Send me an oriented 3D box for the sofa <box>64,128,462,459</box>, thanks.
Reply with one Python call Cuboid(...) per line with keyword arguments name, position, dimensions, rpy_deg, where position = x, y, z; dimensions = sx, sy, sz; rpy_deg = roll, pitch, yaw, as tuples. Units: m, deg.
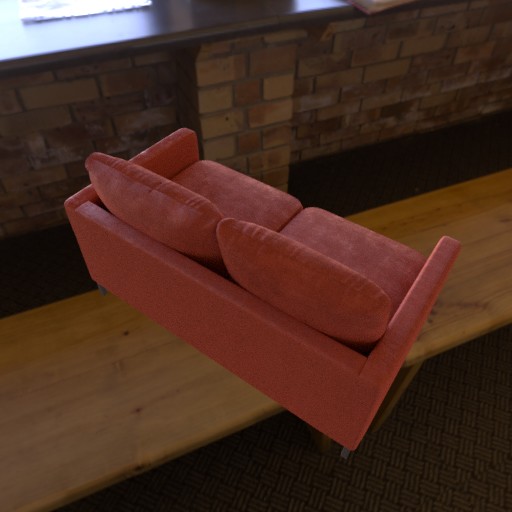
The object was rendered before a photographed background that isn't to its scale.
Cuboid(name="sofa", position=(0.000, 0.000, 2.097), dimensions=(1.574, 0.896, 0.864), rpy_deg=(27, 52, 23))
